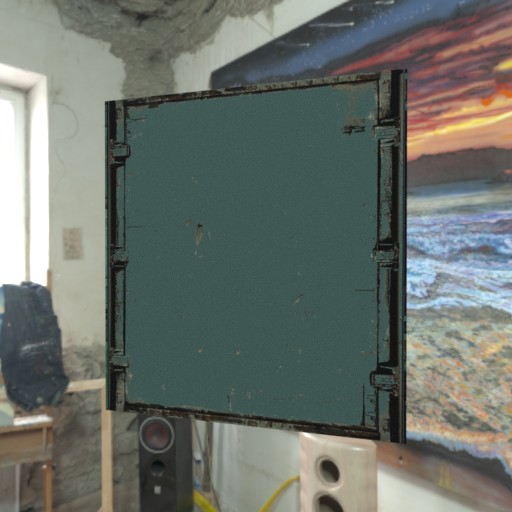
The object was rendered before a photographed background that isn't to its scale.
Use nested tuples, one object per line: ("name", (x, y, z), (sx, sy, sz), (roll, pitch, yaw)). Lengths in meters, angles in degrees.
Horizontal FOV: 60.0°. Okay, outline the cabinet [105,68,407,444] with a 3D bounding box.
("cabinet", (0.000, 0.000, 3.150), (2.000, 2.160, 0.680), (0, 1, 16))
